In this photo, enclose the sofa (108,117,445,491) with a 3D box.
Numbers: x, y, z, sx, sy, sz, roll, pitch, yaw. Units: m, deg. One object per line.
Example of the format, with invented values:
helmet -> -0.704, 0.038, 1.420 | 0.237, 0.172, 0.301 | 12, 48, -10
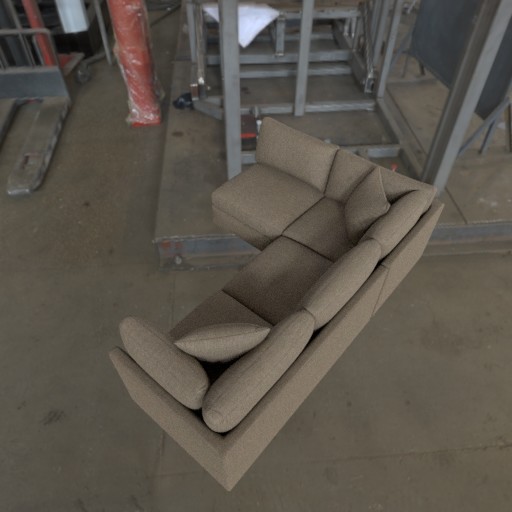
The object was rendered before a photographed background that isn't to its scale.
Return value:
sofa -> 0.000, 0.000, 3.786 | 1.994, 0.978, 2.896 | 32, 54, 26
